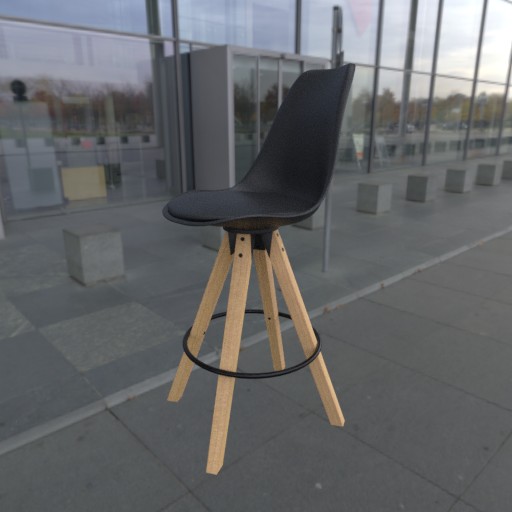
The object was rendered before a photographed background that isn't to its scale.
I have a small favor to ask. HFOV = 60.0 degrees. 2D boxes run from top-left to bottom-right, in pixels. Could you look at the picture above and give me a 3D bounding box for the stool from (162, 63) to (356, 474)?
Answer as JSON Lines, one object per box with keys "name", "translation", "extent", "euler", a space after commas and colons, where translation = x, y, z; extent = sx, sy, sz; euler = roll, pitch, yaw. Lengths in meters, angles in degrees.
{"name": "stool", "translation": [0.000, 0.000, 1.378], "extent": [0.550, 1.115, 0.485], "euler": [-9, 19, -26]}
